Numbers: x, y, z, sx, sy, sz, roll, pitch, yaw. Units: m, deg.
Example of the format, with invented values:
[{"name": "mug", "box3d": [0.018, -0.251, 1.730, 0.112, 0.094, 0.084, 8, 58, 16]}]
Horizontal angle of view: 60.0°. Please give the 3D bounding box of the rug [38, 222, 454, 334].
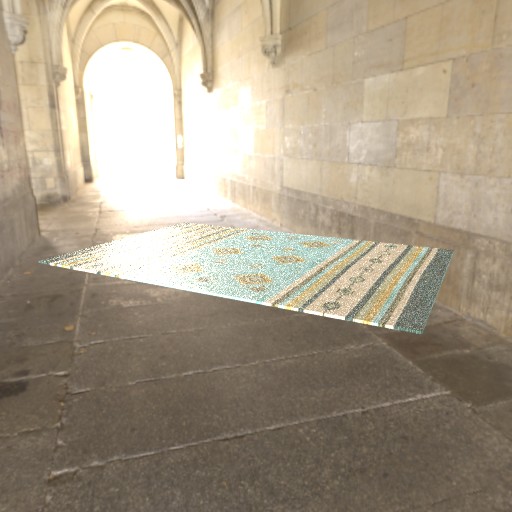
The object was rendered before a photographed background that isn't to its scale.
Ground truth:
[{"name": "rug", "box3d": [0.000, 0.000, 2.314, 1.811, 0.010, 1.212, 8, 16, 27]}]
